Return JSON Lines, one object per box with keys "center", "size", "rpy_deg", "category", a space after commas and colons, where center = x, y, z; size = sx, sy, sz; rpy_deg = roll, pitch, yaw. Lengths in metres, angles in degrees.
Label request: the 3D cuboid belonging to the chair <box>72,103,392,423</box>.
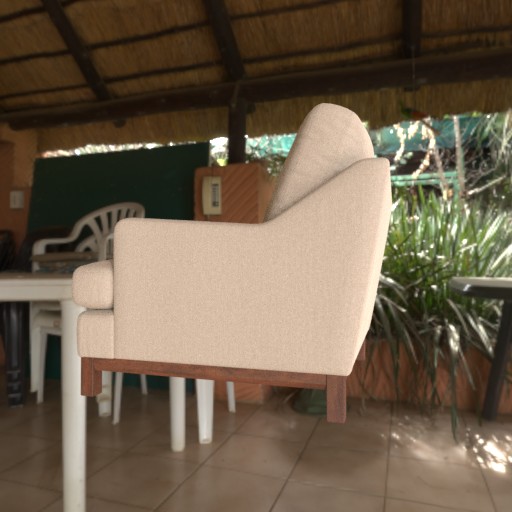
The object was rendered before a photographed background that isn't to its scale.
{"center": [0.000, 0.000, 1.713], "size": [1.001, 0.916, 0.912], "rpy_deg": [0, -1, 18], "category": "chair"}
